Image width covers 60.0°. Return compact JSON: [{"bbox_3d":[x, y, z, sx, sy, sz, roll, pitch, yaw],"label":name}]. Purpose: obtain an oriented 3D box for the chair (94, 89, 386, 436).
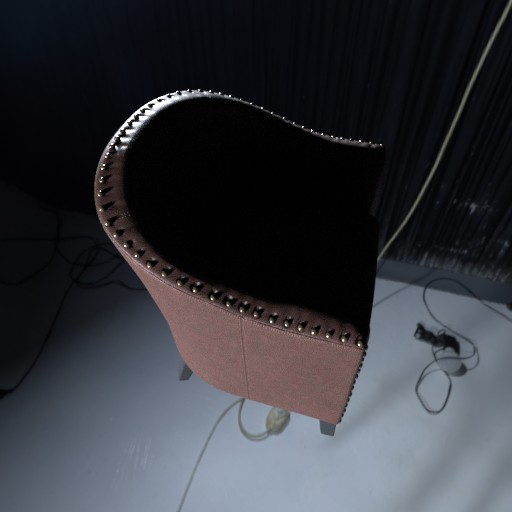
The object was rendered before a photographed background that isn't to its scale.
[{"bbox_3d":[0.000,0.000,1.406,0.748,0.823,0.794,11,48,10],"label":"chair"}]
